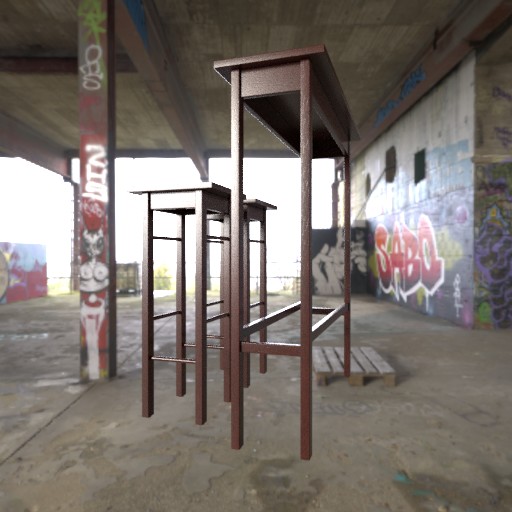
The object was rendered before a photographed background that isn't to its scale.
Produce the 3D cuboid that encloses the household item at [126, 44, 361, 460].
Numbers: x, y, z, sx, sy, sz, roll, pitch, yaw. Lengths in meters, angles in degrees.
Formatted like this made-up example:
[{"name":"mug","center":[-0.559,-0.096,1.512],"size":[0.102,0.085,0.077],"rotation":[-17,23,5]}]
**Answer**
[{"name":"household item","center":[0.000,0.000,1.655],"size":[0.676,1.067,0.914],"rotation":[0,0,19]}]
